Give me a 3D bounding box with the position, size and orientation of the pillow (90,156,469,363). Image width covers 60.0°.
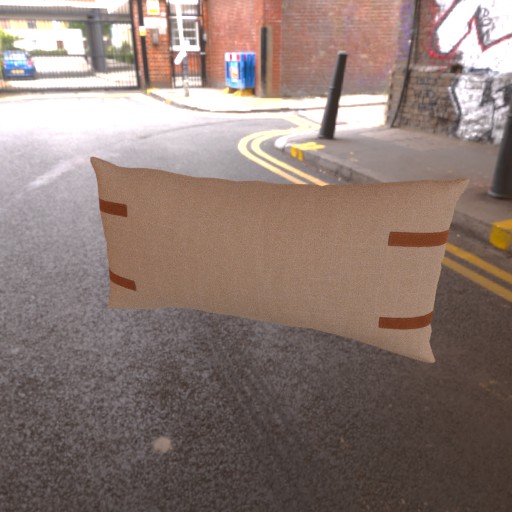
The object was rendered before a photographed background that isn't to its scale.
[{"bbox_3d":[0.000,0.000,0.743,0.612,0.308,0.148,7,25,15],"label":"pillow"}]
